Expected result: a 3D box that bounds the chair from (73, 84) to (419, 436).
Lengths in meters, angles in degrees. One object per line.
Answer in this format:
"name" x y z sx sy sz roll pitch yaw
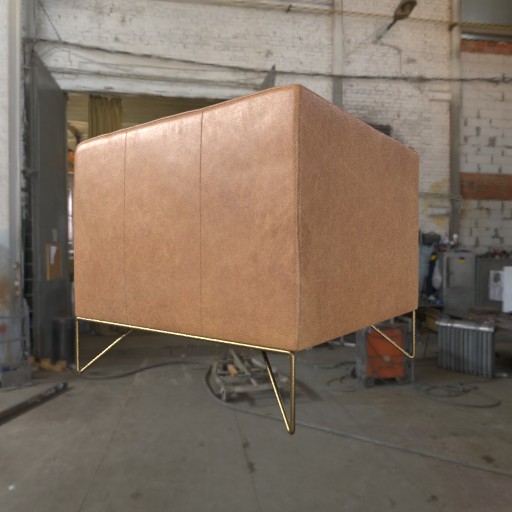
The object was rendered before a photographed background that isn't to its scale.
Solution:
"chair" 0.000 0.000 1.602 0.912 0.797 0.920 1 1 36
